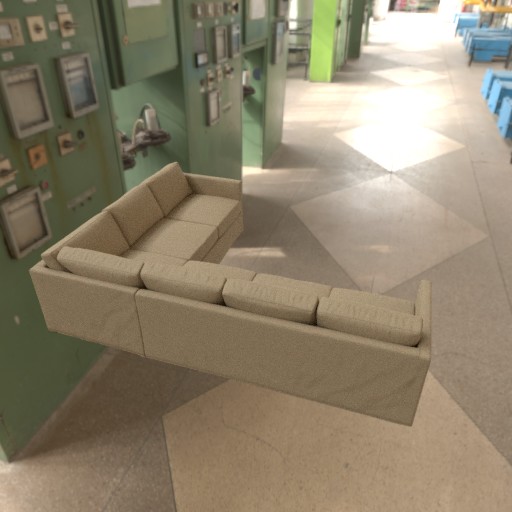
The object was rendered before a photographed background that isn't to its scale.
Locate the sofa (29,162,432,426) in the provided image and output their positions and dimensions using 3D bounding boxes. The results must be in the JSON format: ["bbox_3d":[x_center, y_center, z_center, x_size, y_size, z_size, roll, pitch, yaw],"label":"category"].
[{"bbox_3d":[0.000,0.000,4.329,3.182,0.871,2.432,10,33,16],"label":"sofa"}]
